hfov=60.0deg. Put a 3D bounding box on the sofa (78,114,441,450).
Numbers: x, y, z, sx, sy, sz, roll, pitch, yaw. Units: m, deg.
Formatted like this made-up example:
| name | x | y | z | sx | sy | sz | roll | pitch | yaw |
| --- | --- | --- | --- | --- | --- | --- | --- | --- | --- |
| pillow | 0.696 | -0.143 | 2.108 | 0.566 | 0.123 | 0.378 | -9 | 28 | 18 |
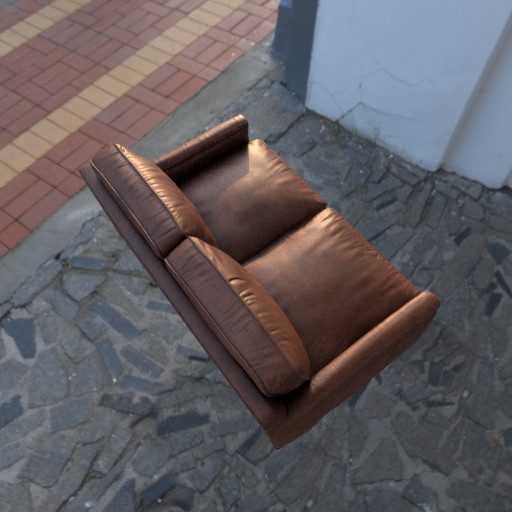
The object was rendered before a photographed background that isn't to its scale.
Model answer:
| name | x | y | z | sx | sy | sz | roll | pitch | yaw |
| --- | --- | --- | --- | --- | --- | --- | --- | --- | --- |
| sofa | 0.000 | 0.000 | 2.316 | 1.083 | 1.003 | 1.628 | -33 | 64 | -18 |
